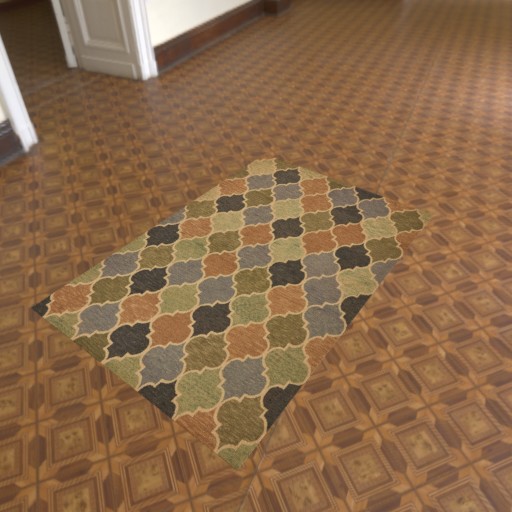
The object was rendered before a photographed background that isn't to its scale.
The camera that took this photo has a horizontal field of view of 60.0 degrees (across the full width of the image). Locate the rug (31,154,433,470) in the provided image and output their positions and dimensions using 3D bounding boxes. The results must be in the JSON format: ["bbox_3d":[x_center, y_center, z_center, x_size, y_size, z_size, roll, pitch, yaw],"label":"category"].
[{"bbox_3d":[0.000,0.000,2.895,1.521,0.006,2.284,26,48,27],"label":"rug"}]
